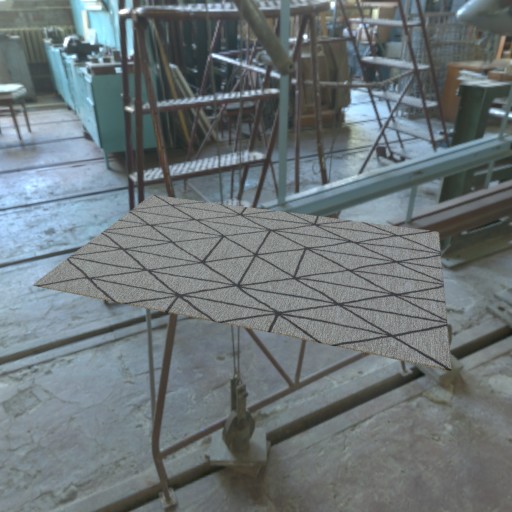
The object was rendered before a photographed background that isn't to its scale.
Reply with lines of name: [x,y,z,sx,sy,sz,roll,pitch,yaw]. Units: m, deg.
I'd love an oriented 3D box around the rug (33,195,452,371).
rug: [0.000,0.000,3.092,2.465,0.008,1.526,9,32,15]
